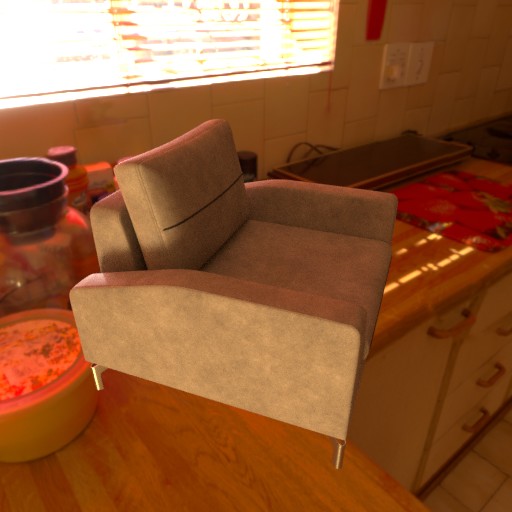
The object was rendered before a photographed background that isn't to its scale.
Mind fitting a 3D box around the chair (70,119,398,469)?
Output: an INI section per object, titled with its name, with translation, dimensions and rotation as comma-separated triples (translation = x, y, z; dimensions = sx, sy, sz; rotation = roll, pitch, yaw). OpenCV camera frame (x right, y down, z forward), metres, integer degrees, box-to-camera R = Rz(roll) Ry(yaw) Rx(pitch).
[chair]
translation = 0.000, 0.000, 1.577
dimensions = 0.900, 0.800, 0.900
rotation = 11, 31, 18
